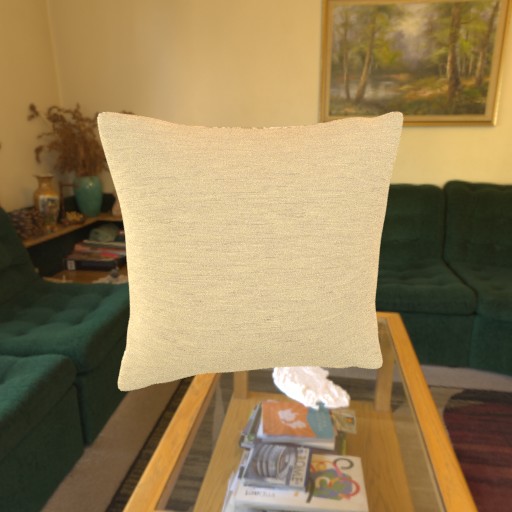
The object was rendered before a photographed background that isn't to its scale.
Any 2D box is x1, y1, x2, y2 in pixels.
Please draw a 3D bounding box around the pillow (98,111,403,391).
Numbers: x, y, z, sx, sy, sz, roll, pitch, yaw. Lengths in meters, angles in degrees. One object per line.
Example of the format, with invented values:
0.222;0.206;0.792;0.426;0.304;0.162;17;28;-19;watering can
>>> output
0.000;0.000;0.674;0.438;0.421;0.167;-2;16;-8;pillow
